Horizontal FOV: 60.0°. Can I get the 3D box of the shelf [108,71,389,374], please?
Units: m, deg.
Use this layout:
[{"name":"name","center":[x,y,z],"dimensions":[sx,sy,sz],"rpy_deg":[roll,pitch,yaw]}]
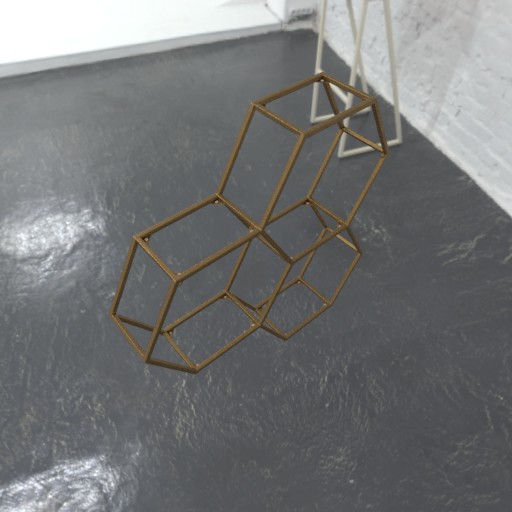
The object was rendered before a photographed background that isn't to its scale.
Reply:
[{"name":"shelf","center":[0.000,0.000,1.071],"dimensions":[0.708,0.701,0.150],"rpy_deg":[-32,55,-26]}]
